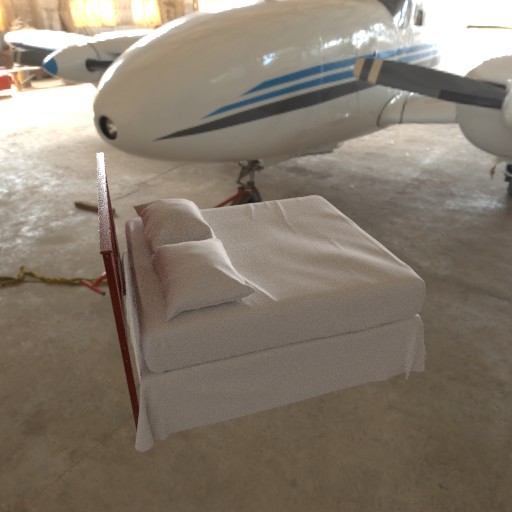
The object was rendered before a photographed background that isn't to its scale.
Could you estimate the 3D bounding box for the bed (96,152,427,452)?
[{"bbox_3d":[0.000,0.000,3.281,2.050,1.270,1.870,-9,31,-16],"label":"bed"}]
